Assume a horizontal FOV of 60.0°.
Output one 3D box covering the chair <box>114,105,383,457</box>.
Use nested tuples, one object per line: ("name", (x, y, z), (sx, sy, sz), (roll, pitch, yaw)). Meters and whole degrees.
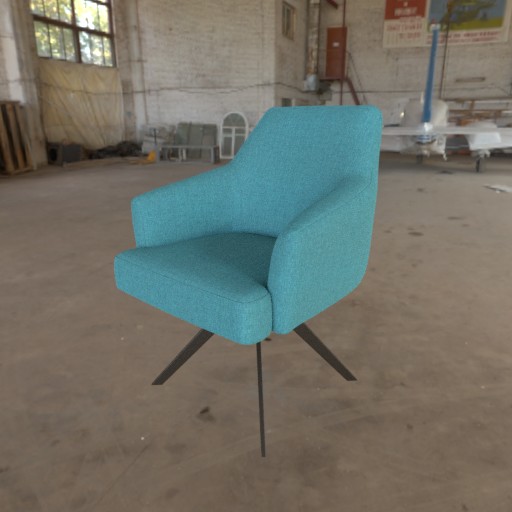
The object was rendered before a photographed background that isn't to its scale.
("chair", (0.000, 0.000, 1.344), (0.642, 0.874, 0.677), (15, 23, 40))
